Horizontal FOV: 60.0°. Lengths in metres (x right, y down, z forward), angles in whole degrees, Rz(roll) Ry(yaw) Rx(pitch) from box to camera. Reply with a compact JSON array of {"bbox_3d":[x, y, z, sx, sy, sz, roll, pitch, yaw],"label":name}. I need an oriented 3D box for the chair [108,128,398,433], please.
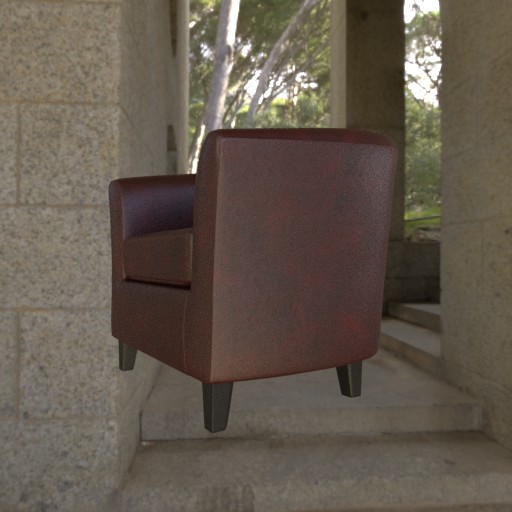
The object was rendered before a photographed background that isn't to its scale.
[{"bbox_3d":[0.000,0.000,1.397,0.727,0.756,0.792,0,0,-34],"label":"chair"}]
